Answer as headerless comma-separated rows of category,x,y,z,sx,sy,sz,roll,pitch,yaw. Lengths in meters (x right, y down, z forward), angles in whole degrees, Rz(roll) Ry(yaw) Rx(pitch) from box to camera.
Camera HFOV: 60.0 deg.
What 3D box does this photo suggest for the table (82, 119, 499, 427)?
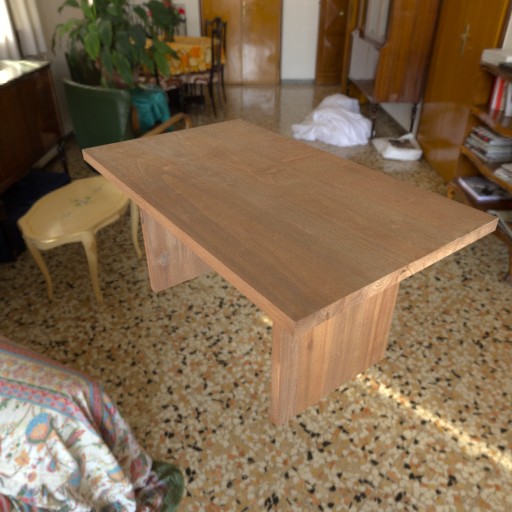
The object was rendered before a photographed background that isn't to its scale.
table,0.000,0.000,2.081,0.946,0.780,1.609,-21,38,-30
